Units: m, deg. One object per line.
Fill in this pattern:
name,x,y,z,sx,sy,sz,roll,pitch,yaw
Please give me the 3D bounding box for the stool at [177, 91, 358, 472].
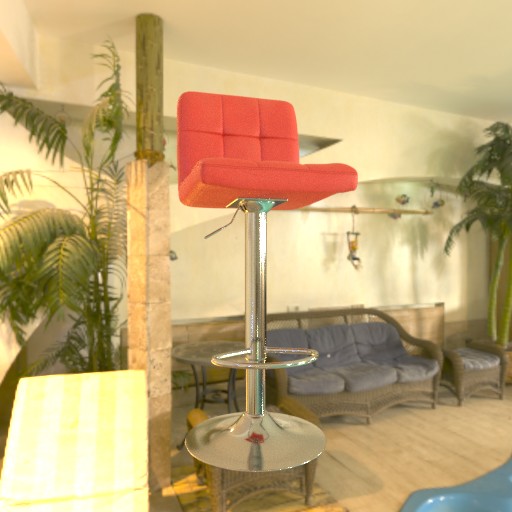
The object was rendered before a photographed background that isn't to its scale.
stool,0.000,0.000,1.344,0.430,1.115,0.505,0,0,-17
